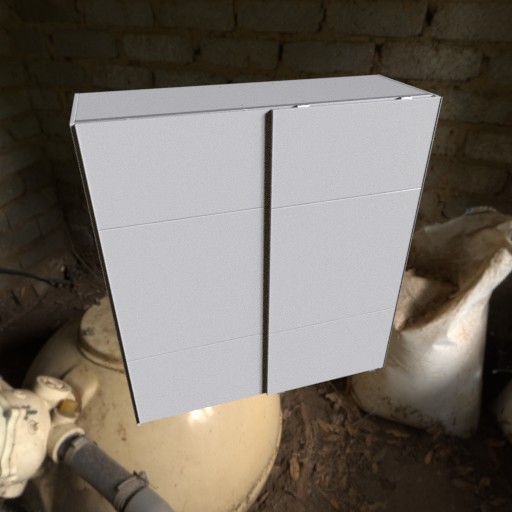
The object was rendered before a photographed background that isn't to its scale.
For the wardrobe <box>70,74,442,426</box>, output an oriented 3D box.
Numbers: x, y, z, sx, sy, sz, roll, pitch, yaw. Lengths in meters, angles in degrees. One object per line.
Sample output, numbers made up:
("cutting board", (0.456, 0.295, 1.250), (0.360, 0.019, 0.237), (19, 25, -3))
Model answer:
("wardrobe", (0.000, 0.000, 2.793), (1.780, 1.960, 0.629), (-9, 34, -14))
